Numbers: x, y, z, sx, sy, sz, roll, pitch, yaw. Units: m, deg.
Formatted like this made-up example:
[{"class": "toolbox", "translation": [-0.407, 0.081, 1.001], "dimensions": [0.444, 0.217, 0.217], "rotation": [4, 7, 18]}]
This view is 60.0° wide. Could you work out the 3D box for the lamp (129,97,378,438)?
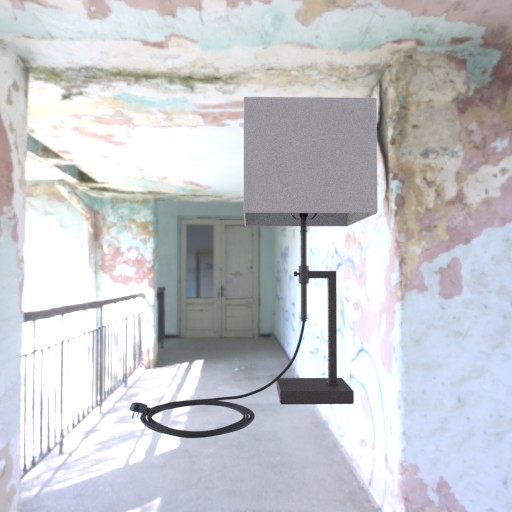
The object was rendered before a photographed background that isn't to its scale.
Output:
[{"class": "lamp", "translation": [0.000, 0.000, 0.994], "dimensions": [0.504, 0.660, 0.399], "rotation": [0, -2, -1]}]
